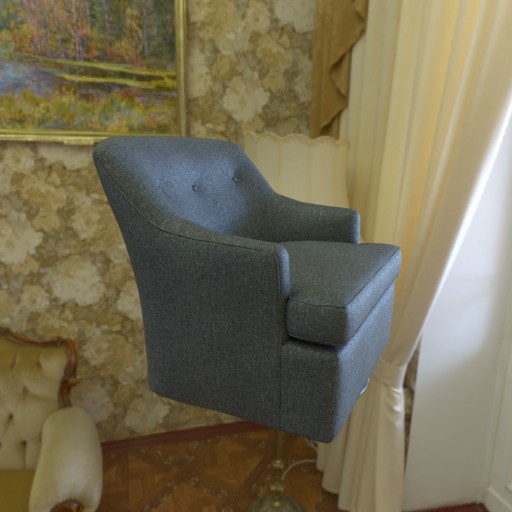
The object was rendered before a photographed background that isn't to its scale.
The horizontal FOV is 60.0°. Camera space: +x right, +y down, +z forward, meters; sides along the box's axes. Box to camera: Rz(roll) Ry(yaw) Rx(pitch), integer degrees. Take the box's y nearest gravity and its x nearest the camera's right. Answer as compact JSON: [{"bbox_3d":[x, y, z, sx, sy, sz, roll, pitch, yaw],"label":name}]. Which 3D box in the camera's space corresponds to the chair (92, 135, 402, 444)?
[{"bbox_3d":[0.000,0.000,1.621,0.923,0.856,0.864,7,16,26],"label":"chair"}]
